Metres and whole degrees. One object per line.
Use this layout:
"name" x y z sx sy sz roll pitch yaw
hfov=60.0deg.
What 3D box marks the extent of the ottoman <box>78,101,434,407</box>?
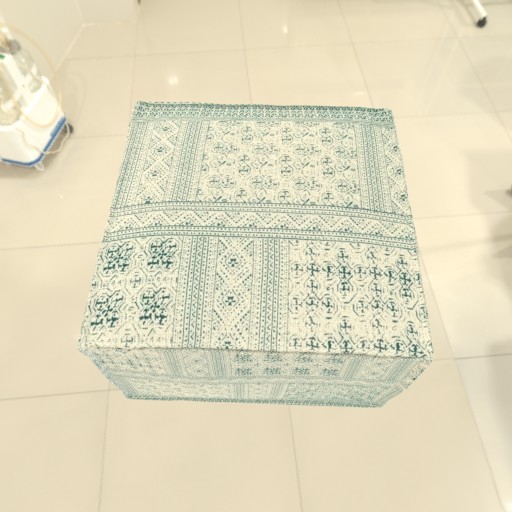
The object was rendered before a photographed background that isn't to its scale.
"ottoman" 0.000 0.000 1.051 0.626 0.439 0.617 2 60 1
